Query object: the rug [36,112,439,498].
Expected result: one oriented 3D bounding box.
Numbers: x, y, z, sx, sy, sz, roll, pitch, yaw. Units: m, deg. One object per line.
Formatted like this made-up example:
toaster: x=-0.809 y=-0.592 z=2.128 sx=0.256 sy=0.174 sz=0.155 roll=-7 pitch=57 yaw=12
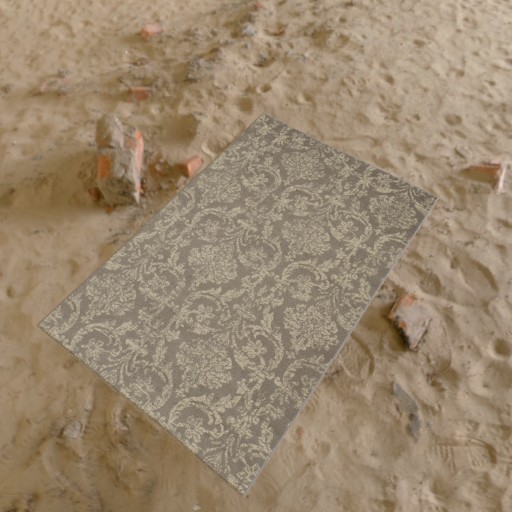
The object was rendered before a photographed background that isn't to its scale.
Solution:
rug: x=0.000 y=0.000 z=3.416 sx=1.819 sy=0.018 sz=2.746 roll=32 pitch=63 yaw=18
